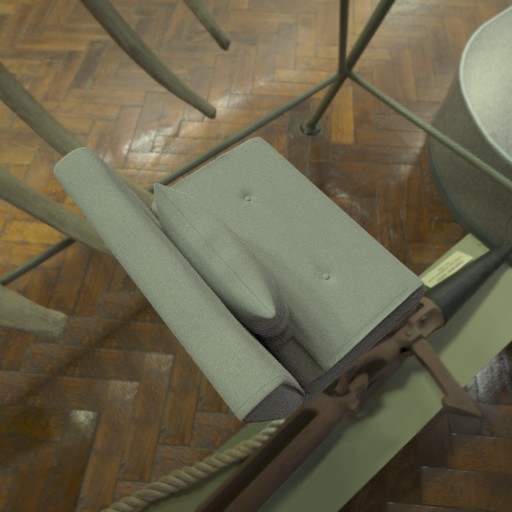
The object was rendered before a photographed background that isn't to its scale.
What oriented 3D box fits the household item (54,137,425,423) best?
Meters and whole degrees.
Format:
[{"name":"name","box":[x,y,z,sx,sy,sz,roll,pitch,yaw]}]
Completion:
[{"name":"household item","box":[0.000,0.000,1.656,0.874,0.800,1.000,-35,66,-18]}]
